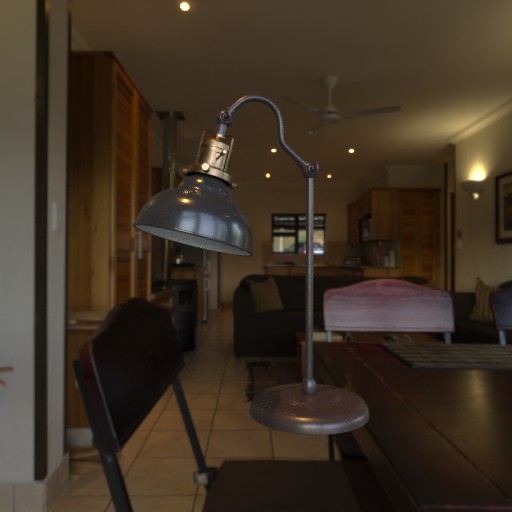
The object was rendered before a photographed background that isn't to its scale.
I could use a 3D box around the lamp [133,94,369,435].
[{"bbox_3d":[0.000,0.000,0.695,0.374,0.508,0.192,0,-1,-19],"label":"lamp"}]
